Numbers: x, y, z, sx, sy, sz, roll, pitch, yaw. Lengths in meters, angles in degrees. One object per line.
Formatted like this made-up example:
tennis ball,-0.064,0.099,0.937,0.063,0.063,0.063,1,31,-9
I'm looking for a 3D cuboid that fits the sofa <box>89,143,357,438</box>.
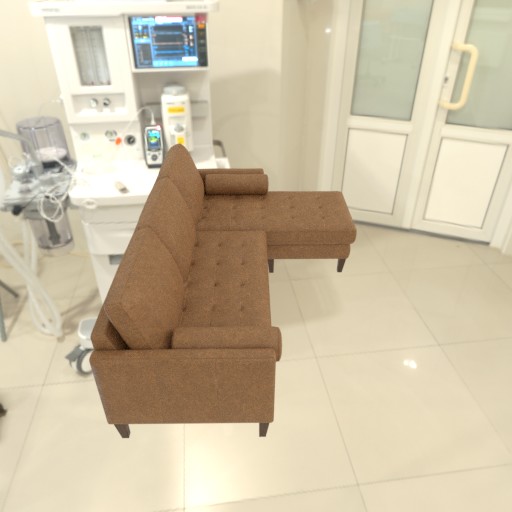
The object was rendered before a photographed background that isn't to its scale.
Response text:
sofa,0.000,0.000,2.943,1.506,0.876,2.178,0,34,-1
